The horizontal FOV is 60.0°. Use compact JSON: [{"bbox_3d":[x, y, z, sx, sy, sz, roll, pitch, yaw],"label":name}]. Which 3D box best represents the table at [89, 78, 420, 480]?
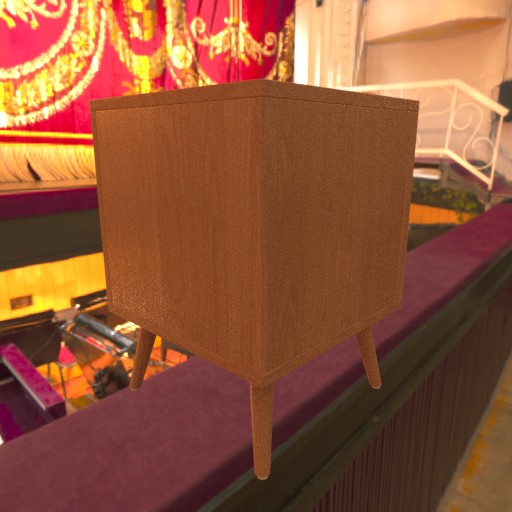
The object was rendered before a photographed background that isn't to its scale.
[{"bbox_3d":[0.000,0.000,0.827,0.400,0.550,0.400,14,20,42],"label":"table"}]
